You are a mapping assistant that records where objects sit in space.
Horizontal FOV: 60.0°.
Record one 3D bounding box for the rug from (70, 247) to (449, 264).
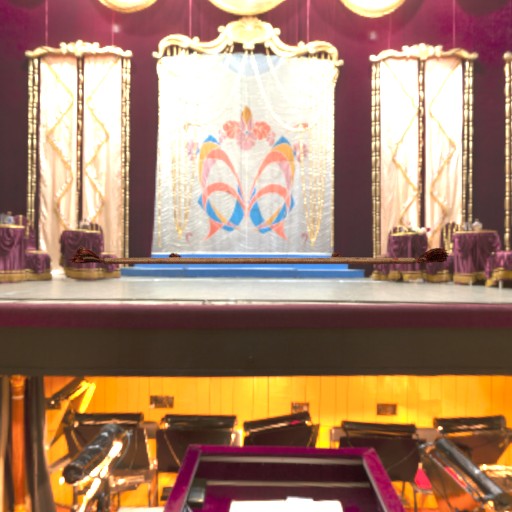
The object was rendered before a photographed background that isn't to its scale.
[{"bbox_3d":[0.000,0.000,2.638,1.444,0.067,2.069,0,0,-1],"label":"rug"}]
